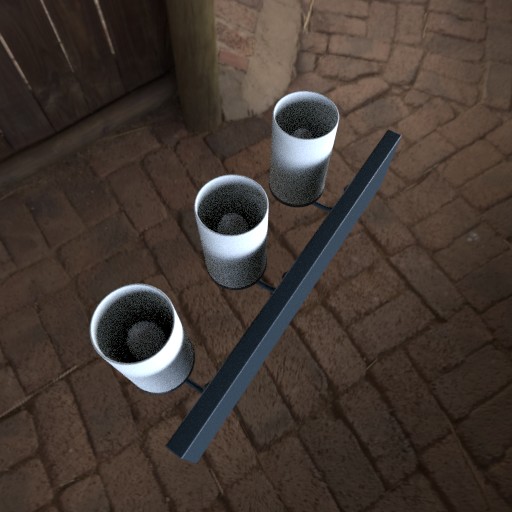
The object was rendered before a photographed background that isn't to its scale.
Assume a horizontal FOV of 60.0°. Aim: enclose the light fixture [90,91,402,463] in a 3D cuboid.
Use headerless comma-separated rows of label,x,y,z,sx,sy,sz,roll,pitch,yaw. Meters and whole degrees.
light fixture,0.000,0.000,0.540,0.145,0.172,0.451,31,67,15
